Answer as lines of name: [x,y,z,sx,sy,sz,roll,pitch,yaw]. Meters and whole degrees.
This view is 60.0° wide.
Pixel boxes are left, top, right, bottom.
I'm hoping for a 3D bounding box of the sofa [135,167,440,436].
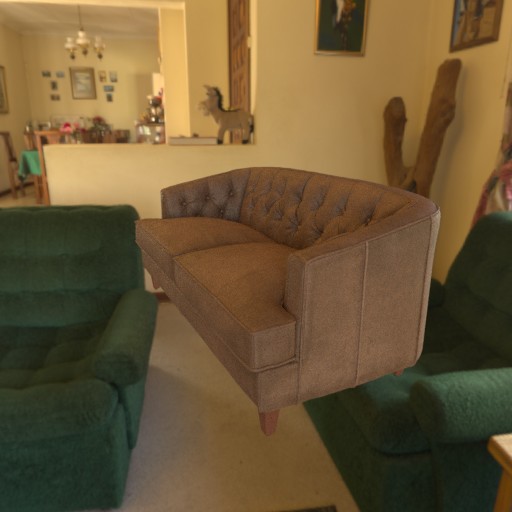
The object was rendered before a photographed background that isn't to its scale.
sofa: [0.000,0.000,2.282,0.917,0.799,1.767,-8,18,-25]
